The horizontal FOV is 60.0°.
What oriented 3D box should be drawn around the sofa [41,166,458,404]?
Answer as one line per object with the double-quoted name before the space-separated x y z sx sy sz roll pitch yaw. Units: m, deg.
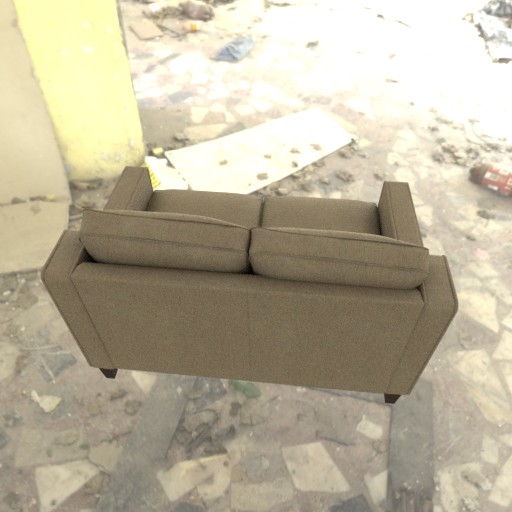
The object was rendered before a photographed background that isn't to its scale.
"sofa" 0.000 0.000 2.145 1.503 0.981 0.985 4 47 4
